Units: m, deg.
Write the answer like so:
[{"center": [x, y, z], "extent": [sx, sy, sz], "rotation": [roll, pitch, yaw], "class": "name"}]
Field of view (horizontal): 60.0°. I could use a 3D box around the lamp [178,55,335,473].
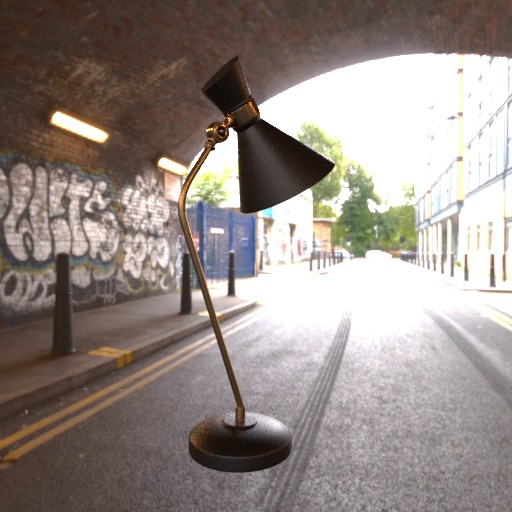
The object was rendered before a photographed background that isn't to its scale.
[{"center": [0.000, 0.000, 0.764], "extent": [0.292, 0.647, 0.189], "rotation": [-1, 1, -35], "class": "lamp"}]
